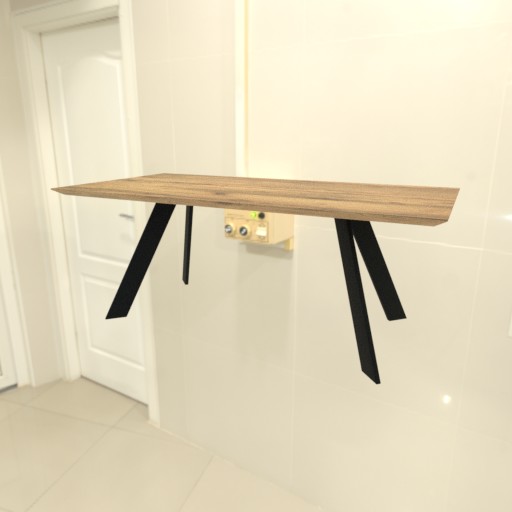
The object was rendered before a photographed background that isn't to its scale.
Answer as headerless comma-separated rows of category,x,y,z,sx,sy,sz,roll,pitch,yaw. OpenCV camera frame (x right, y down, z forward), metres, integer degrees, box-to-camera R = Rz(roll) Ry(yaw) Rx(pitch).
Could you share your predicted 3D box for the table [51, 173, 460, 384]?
table,0.000,0.000,2.526,2.000,0.770,1.000,8,18,25
